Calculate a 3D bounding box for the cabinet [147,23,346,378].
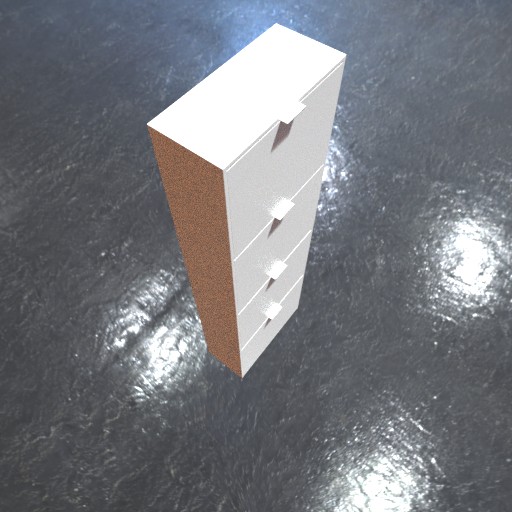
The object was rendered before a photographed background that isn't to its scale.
[{"bbox_3d":[0.000,0.000,1.818,0.255,1.630,0.520,33,64,18],"label":"cabinet"}]
